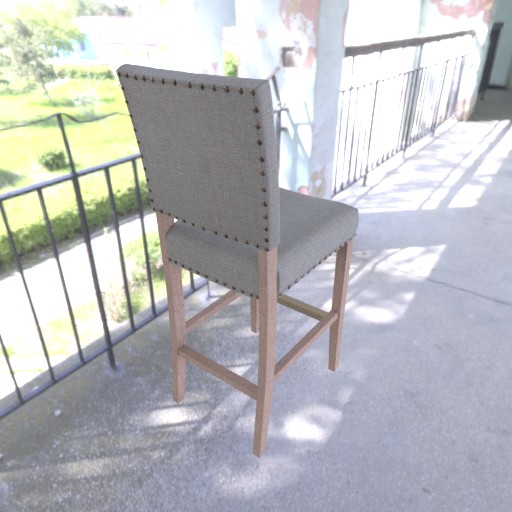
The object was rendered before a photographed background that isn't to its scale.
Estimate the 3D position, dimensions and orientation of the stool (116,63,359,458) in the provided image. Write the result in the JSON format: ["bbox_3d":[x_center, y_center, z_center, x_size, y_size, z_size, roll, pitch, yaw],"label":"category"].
[{"bbox_3d":[0.000,0.000,1.443,0.445,1.173,0.585,21,36,31],"label":"stool"}]
